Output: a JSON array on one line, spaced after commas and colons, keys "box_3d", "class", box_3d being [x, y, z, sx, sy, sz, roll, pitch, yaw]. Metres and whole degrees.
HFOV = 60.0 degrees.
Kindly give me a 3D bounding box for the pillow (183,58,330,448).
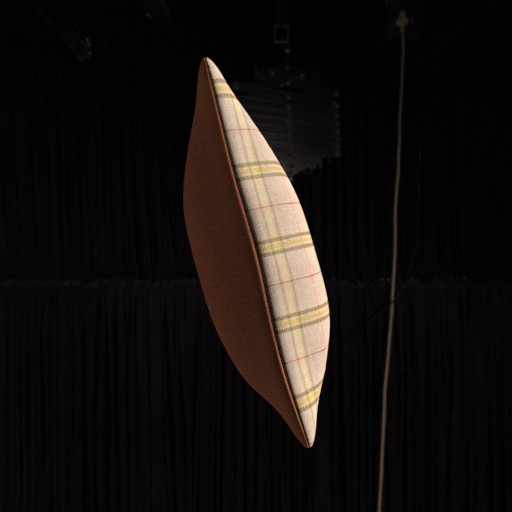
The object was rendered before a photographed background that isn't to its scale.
[{"box_3d": [0.000, 0.000, 0.699, 0.200, 0.430, 0.453, 0, 0, -1], "class": "pillow"}]
